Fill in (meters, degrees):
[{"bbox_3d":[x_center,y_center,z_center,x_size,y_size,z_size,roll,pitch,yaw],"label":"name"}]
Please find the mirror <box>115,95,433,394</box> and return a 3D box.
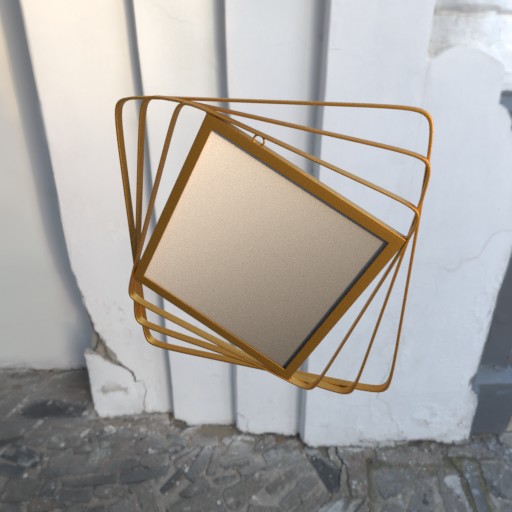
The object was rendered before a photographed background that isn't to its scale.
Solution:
[{"bbox_3d":[0.000,0.000,0.699,0.470,0.468,0.045,8,27,16],"label":"mirror"}]
